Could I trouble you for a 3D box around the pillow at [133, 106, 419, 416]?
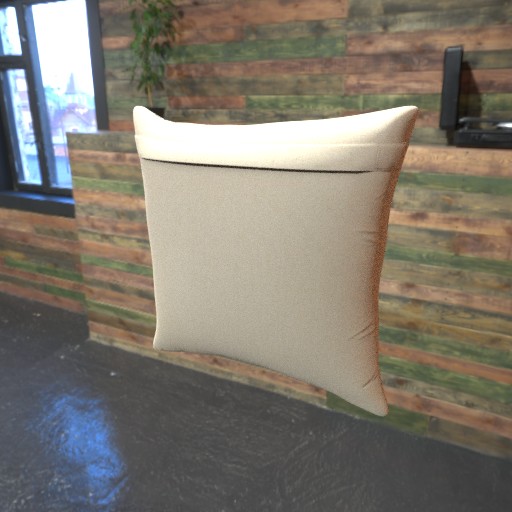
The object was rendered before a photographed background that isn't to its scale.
[{"bbox_3d":[0.000,0.000,0.631,0.405,0.406,0.173,9,20,26],"label":"pillow"}]
